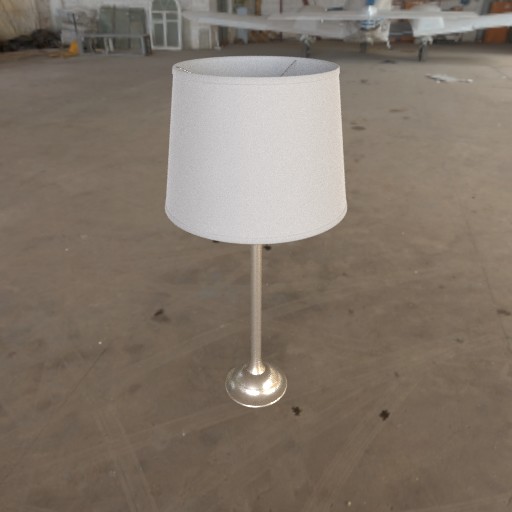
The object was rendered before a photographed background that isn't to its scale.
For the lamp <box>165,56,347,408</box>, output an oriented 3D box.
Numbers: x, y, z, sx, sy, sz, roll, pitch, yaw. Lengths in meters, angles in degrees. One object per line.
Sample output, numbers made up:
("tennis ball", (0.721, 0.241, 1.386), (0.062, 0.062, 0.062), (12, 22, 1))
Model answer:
("lamp", (0.000, 0.000, 0.876), (0.331, 0.698, 0.331), (0, 30, 0))
